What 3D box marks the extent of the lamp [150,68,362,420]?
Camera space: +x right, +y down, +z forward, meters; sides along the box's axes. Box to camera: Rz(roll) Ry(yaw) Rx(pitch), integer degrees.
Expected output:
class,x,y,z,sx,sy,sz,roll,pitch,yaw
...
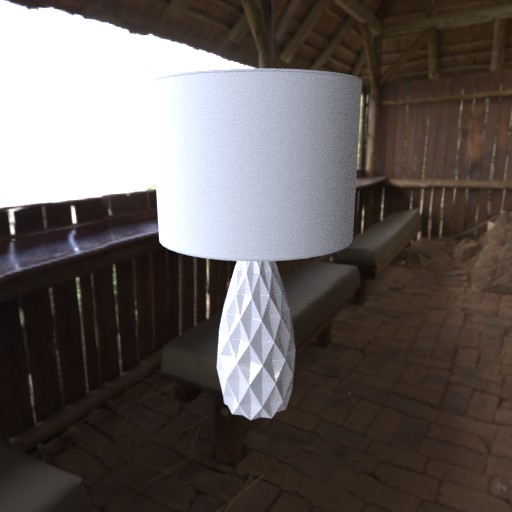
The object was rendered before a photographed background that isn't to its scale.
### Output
class,x,y,z,sx,sy,sz,roll,pitch,yaw
lamp,0.000,0.000,0.703,0.297,0.522,0.297,0,15,0
